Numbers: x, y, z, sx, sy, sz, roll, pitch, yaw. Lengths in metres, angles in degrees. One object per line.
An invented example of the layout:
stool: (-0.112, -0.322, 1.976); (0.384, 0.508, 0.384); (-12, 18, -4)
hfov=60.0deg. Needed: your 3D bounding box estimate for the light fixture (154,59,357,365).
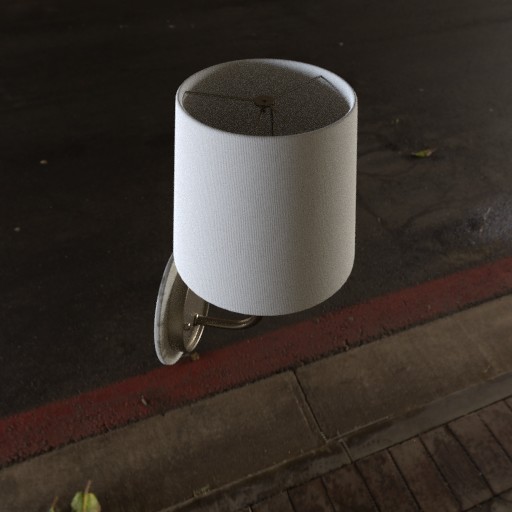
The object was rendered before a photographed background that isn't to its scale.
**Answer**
light fixture: (0.000, 0.000, 0.440); (0.188, 0.337, 0.168); (8, 46, 8)
